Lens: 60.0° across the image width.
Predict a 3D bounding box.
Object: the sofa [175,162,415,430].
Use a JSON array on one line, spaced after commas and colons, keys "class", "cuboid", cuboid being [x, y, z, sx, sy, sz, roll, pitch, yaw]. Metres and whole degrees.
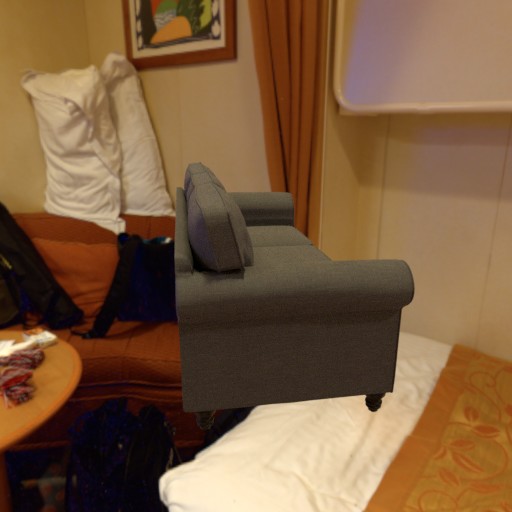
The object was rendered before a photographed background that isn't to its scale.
[{"class": "sofa", "cuboid": [0.000, 0.000, 2.620, 0.909, 0.966, 2.084, -3, 16, -9]}]
